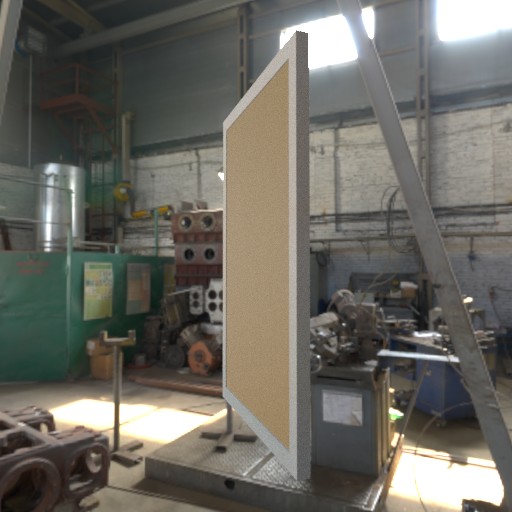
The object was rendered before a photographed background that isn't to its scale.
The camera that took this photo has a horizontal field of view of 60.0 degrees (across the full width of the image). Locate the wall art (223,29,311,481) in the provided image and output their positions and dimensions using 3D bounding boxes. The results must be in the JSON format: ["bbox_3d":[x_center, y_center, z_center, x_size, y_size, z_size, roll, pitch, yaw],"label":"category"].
[{"bbox_3d":[0.000,0.000,1.490,0.038,1.143,0.764,0,-2,-18],"label":"wall art"}]
